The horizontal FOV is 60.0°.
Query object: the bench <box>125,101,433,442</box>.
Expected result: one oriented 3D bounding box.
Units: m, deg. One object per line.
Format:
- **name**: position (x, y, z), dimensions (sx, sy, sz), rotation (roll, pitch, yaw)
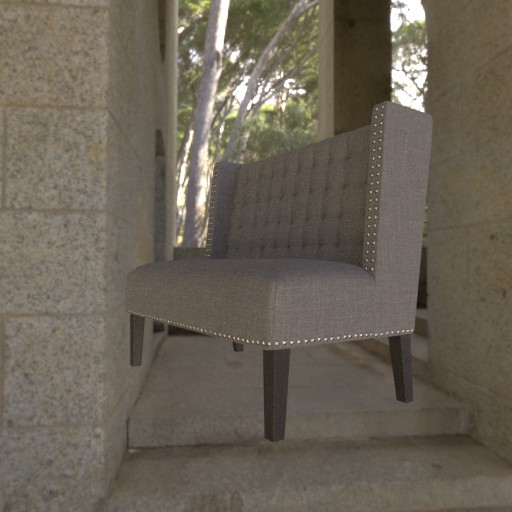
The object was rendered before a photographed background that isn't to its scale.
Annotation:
- **bench**: position (0.000, 0.000, 2.021), dimensions (0.842, 1.121, 1.276), rotation (1, -1, -35)
